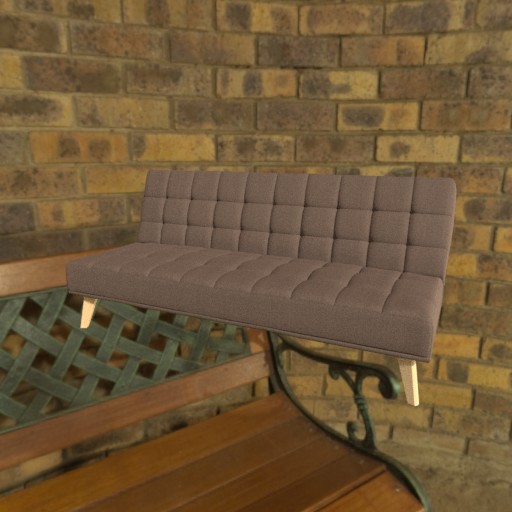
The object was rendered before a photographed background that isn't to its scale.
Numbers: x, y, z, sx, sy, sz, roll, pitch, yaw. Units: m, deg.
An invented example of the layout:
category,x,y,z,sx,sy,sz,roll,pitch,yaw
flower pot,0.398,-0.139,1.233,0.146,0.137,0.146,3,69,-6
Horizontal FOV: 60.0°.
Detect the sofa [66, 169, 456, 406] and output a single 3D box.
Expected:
category,x,y,z,sx,sy,sz,roll,pitch,yaw
sofa,0.000,0.000,2.271,1.800,0.810,0.860,7,15,25
